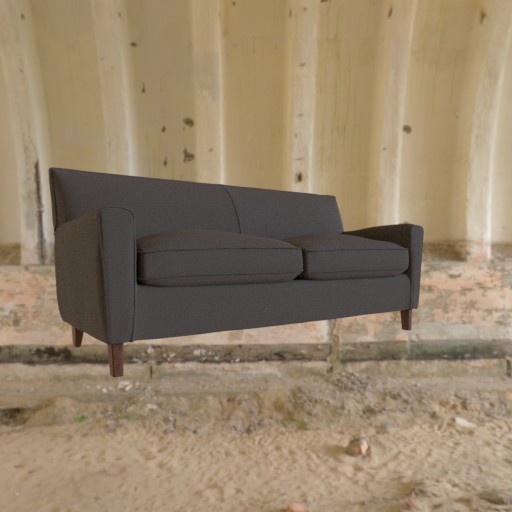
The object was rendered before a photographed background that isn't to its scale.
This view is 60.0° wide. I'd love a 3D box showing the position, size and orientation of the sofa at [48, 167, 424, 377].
[{"bbox_3d":[0.000,0.000,2.479,2.002,0.907,0.843,0,0,-35],"label":"sofa"}]
